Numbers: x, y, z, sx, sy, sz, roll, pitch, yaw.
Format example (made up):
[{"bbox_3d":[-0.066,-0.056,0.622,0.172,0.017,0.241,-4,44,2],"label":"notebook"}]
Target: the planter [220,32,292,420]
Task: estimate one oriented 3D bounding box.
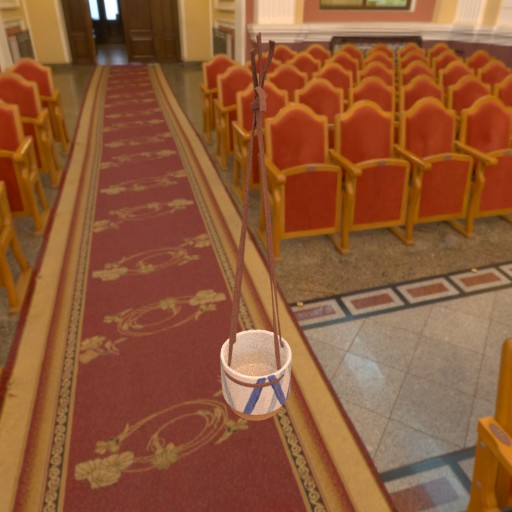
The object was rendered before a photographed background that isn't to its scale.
[{"bbox_3d":[0.000,0.000,0.827,0.153,0.753,0.157,-7,31,-12],"label":"planter"}]
